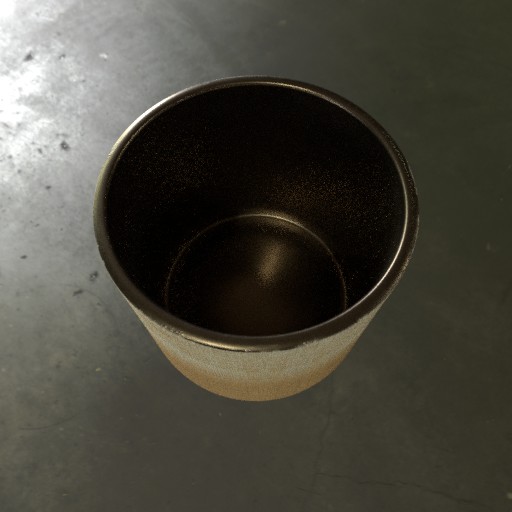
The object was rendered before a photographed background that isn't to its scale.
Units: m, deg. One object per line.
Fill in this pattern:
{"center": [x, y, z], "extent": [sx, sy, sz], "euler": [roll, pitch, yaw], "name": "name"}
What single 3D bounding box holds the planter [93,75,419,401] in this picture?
{"center": [0.000, 0.000, 0.385], "extent": [0.221, 0.201, 0.221], "euler": [0, 64, 0], "name": "planter"}
